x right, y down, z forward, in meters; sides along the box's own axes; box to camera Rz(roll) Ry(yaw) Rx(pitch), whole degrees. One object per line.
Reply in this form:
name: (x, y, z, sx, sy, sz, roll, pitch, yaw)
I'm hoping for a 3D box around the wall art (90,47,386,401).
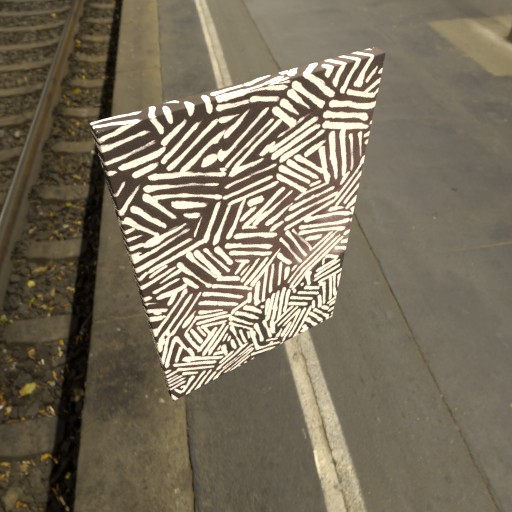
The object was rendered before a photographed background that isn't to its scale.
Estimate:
wall art: (0.000, 0.000, 1.149, 0.615, 0.918, 0.035, -24, 50, -21)
